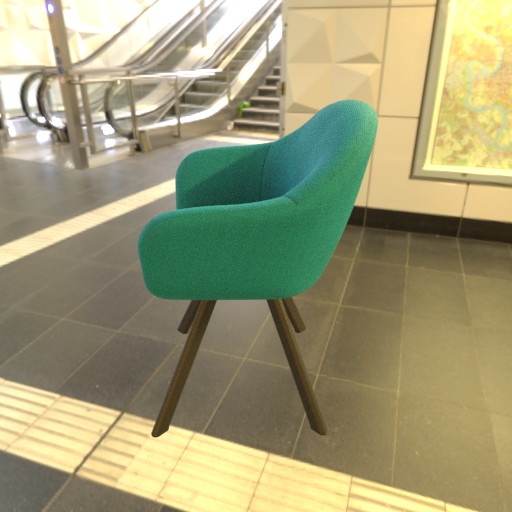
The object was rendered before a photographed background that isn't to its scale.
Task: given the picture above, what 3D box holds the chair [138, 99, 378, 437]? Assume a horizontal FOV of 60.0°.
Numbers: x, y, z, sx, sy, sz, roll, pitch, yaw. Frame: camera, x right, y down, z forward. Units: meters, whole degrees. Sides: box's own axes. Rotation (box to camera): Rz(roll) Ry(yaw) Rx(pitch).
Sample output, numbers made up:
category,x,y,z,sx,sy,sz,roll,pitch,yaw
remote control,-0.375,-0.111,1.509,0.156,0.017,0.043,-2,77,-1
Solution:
category,x,y,z,sx,sy,sz,roll,pitch,yaw
chair,0.000,0.000,1.196,0.550,0.795,0.590,0,25,-1
